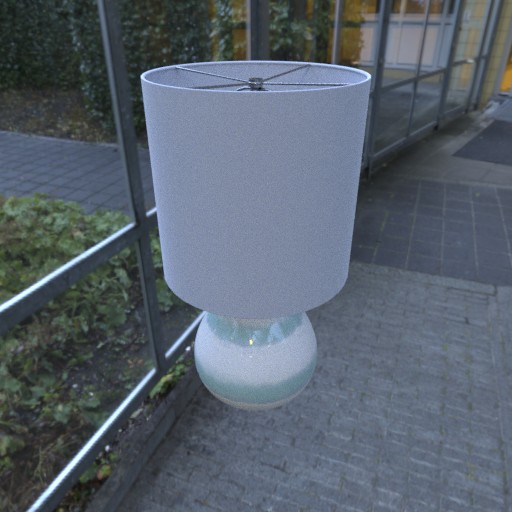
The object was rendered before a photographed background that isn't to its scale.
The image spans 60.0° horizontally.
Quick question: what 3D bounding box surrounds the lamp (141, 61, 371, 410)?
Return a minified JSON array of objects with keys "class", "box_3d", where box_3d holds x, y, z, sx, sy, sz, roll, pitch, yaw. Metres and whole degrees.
[{"class":"lamp","box_3d":[0.000,0.000,0.525,0.217,0.404,0.217,19,35,30]}]
